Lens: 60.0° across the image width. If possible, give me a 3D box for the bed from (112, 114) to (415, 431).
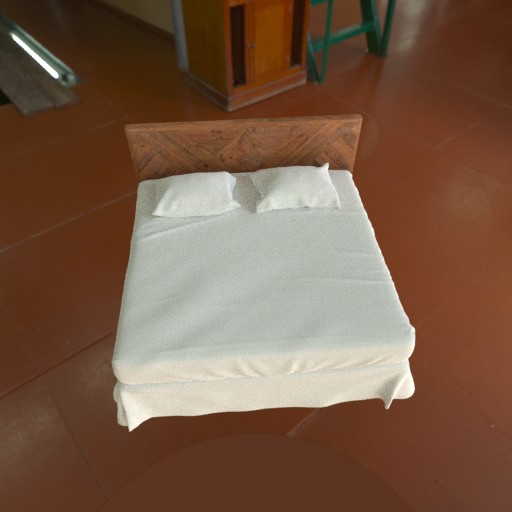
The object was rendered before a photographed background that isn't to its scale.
[{"bbox_3d":[0.000,0.000,3.472,2.255,1.158,2.165,-4,47,-3],"label":"bed"}]
